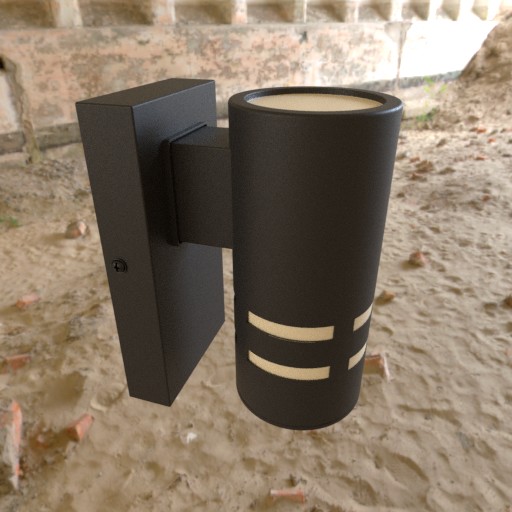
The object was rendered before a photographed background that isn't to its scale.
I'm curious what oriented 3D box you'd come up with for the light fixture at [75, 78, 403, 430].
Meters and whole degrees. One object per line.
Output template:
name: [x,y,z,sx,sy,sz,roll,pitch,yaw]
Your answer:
light fixture: [0.000,0.000,0.258,0.138,0.179,0.098,9,30,16]
